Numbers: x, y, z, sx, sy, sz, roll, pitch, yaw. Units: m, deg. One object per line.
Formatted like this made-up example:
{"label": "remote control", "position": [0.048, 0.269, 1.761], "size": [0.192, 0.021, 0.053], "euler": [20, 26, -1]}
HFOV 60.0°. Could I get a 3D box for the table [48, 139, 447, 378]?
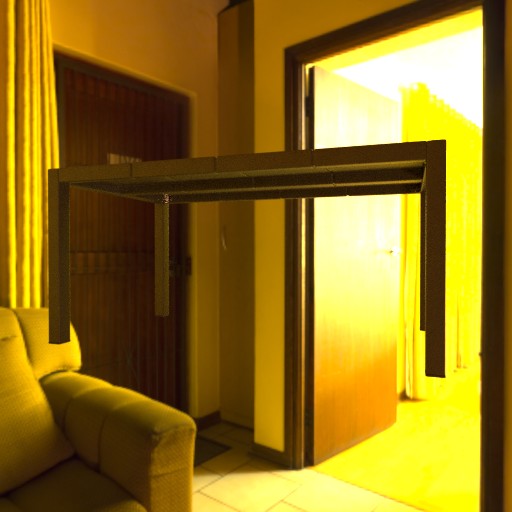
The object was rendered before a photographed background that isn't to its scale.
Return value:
{"label": "table", "position": [0.000, 0.000, 1.269], "size": [0.965, 0.460, 0.559], "euler": [0, 1, 19]}
